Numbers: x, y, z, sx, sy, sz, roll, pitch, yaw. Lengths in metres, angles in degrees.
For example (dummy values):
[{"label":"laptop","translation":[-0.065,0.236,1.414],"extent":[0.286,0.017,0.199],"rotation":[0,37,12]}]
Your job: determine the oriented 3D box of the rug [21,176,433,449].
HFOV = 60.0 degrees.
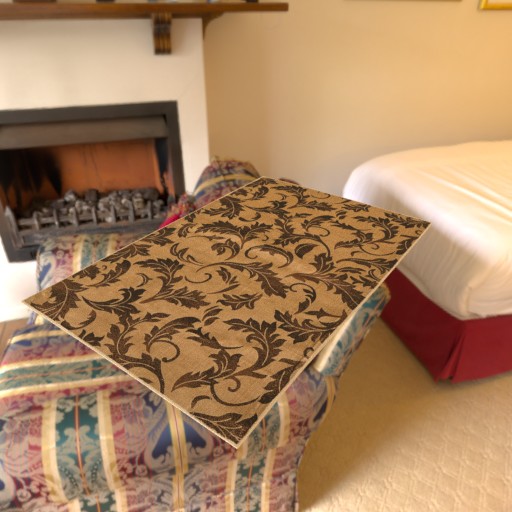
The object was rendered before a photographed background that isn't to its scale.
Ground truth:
[{"label":"rug","translation":[0.000,0.000,2.816],"extent":[1.522,0.008,2.284],"rotation":[21,37,30]}]
